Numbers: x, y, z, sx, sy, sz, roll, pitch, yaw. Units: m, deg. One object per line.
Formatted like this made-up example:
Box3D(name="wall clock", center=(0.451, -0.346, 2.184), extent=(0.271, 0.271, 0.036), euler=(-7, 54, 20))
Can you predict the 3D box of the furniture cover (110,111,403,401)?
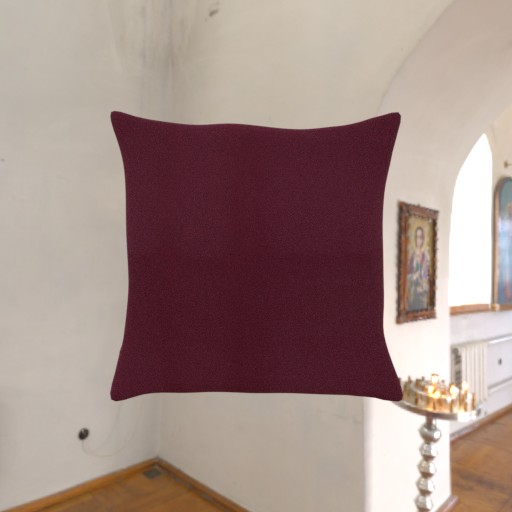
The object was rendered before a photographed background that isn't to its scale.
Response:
Box3D(name="furniture cover", center=(0.000, 0.000, 0.784), extent=(0.514, 0.513, 0.163), euler=(0, -1, 0))
